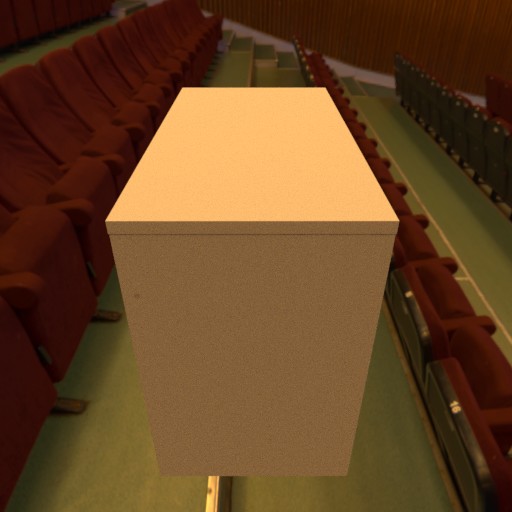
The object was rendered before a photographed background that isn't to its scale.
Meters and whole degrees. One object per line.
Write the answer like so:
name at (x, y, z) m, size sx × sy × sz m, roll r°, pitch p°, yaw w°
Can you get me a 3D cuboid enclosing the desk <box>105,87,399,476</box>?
desk at (0.000, 0.000, 1.281) m, size 0.482 × 0.730 × 0.898 m, roll 0°, pitch 34°, yaw 0°
